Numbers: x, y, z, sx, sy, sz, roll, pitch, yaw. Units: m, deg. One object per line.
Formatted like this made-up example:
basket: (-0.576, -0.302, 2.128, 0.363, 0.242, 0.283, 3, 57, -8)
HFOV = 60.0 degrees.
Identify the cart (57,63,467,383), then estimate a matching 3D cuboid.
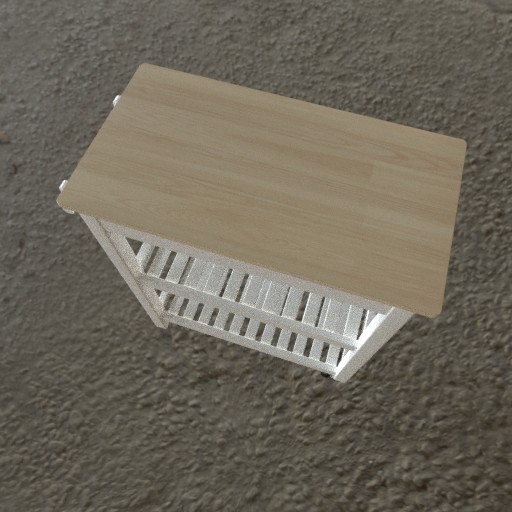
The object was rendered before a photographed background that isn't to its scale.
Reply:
cart: (0.000, 0.000, 1.425, 0.899, 0.927, 0.457, 16, 65, 8)
